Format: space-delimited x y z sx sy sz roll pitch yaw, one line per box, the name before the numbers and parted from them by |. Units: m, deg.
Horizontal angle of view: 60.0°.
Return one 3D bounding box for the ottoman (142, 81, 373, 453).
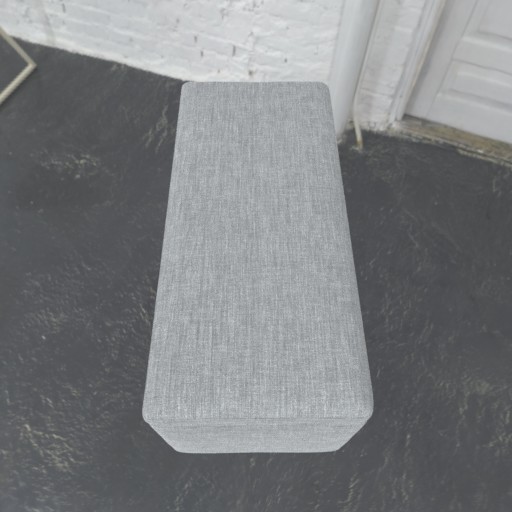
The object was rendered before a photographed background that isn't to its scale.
ottoman | 0.000 0.000 1.138 0.419 0.432 0.902 0 59 0
